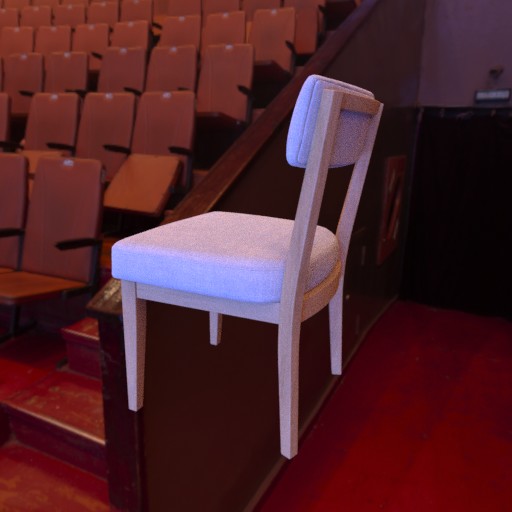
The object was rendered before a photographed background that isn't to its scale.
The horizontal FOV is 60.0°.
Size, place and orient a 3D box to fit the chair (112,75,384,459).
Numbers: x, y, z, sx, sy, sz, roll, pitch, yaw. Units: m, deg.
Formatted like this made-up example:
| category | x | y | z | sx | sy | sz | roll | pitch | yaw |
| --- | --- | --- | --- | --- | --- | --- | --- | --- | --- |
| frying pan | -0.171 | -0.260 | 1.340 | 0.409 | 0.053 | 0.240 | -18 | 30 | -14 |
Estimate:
| category | x | y | z | sx | sy | sz | roll | pitch | yaw |
| --- | --- | --- | --- | --- | --- | --- | --- | --- | --- |
| chair | 0.000 | 0.000 | 1.183 | 0.572 | 0.832 | 0.508 | 7 | 17 | 24 |
